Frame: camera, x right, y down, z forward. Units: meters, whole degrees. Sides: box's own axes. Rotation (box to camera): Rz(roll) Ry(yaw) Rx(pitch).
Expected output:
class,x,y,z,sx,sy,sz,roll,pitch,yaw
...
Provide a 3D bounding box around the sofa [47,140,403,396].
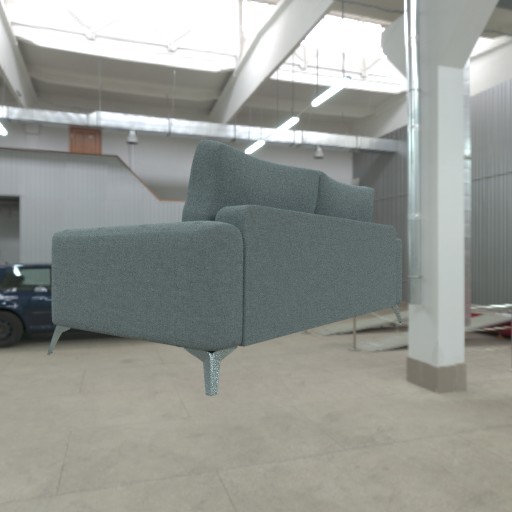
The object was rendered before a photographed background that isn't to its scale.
class,x,y,z,sx,sy,sz,roll,pitch,yaw
sofa,0.000,0.000,2.164,0.920,0.790,1.650,0,0,36
